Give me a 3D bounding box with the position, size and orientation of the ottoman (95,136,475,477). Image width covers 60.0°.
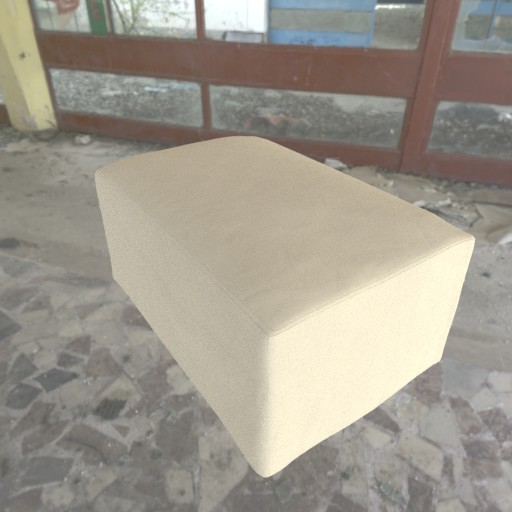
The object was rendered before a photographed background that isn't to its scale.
[{"bbox_3d":[0.000,0.000,1.195,0.590,0.444,0.872,-21,39,-29],"label":"ottoman"}]
